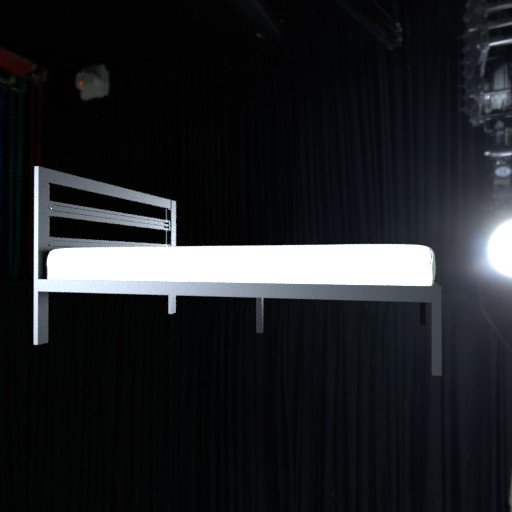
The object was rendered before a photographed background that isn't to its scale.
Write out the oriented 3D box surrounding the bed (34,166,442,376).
[{"bbox_3d":[0.000,0.000,2.808,2.062,0.967,1.524,0,-1,19],"label":"bed"}]
